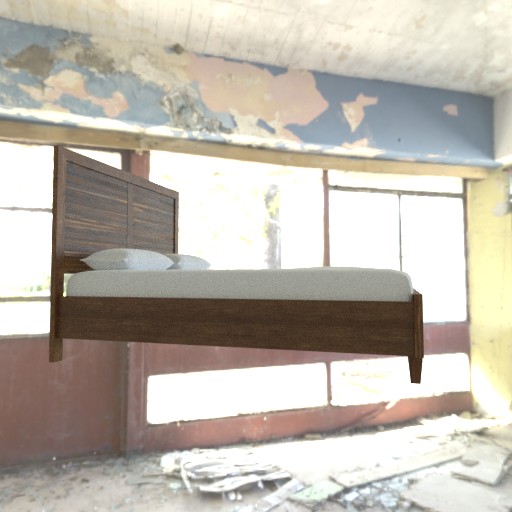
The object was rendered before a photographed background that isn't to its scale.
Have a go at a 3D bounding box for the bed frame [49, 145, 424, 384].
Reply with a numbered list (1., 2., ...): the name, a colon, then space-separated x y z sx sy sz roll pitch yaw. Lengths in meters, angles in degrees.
1. bed frame: 0.000 0.000 3.358 2.276 1.417 1.696 -1 -3 18
